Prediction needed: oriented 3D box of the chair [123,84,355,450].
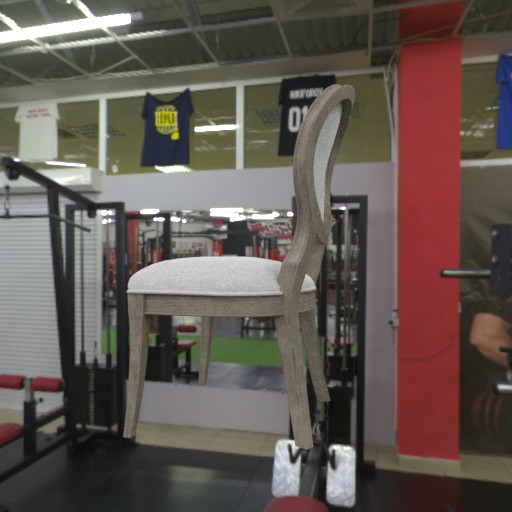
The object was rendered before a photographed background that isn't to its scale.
[{"bbox_3d":[0.000,0.000,1.383,0.602,0.990,0.558,0,0,16],"label":"chair"}]
